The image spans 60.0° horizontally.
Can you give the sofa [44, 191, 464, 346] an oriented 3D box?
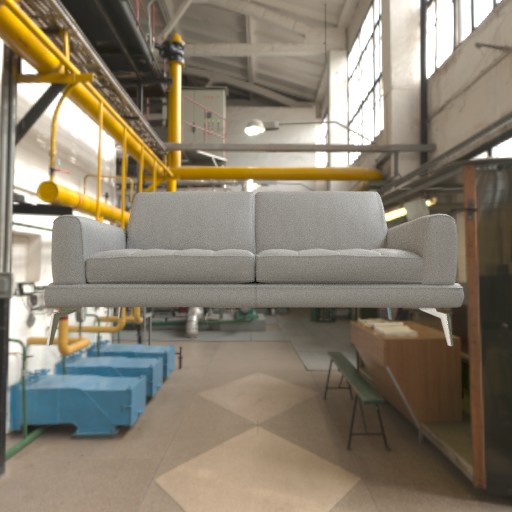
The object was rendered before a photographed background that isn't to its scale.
[{"bbox_3d":[0.000,0.000,2.782,2.177,0.930,1.121,0,-1,1],"label":"sofa"}]
